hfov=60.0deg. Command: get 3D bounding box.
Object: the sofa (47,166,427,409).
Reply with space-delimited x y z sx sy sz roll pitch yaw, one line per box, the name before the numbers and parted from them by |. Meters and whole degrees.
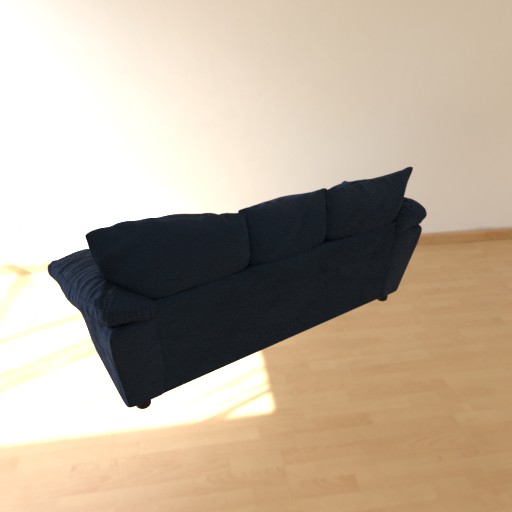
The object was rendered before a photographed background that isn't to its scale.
sofa | 0.000 0.000 2.896 2.390 1.091 0.907 -17 32 -30
